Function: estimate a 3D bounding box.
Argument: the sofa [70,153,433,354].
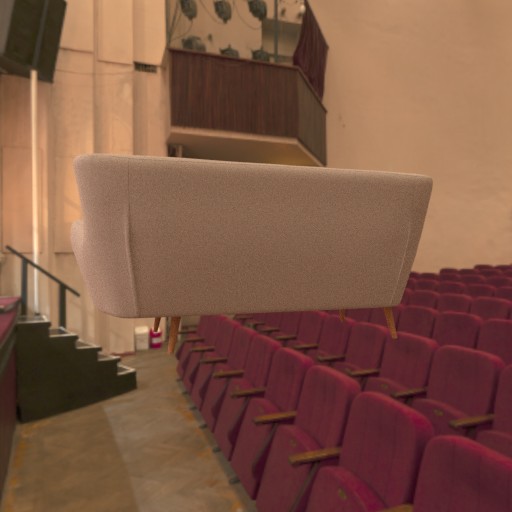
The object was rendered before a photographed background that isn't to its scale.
[{"bbox_3d":[0.000,0.000,2.426,1.930,0.890,0.899,0,1,-18],"label":"sofa"}]
